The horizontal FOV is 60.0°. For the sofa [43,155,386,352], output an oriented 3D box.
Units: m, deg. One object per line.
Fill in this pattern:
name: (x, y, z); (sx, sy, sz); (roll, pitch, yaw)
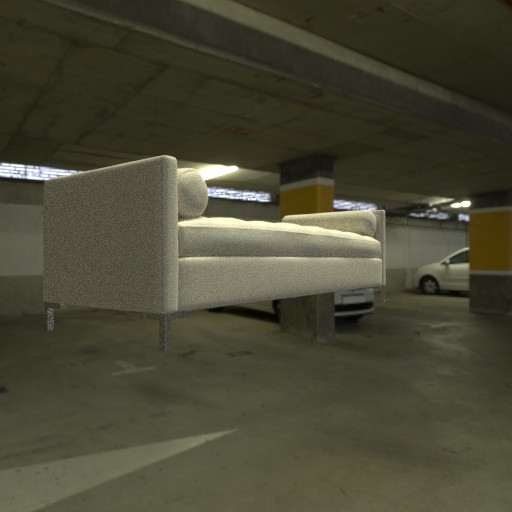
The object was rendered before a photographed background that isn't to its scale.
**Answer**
sofa: (0.000, 0.000, 2.522); (0.797, 0.655, 2.102); (0, -1, 36)
